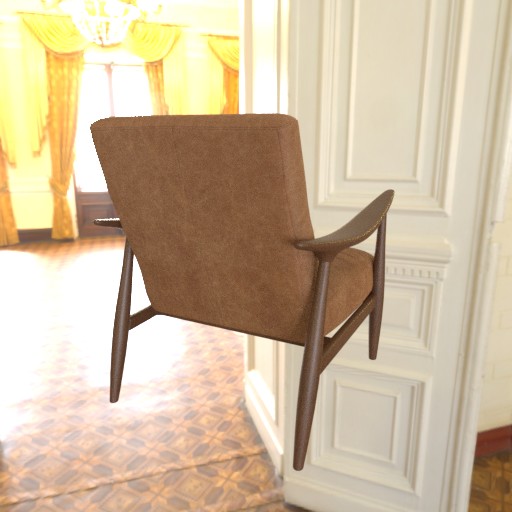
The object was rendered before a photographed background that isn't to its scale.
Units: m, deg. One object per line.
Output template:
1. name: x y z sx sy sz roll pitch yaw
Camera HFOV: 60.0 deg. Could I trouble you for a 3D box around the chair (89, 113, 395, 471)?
1. chair: 0.000 0.000 1.421 0.741 0.832 0.798 7 16 27
